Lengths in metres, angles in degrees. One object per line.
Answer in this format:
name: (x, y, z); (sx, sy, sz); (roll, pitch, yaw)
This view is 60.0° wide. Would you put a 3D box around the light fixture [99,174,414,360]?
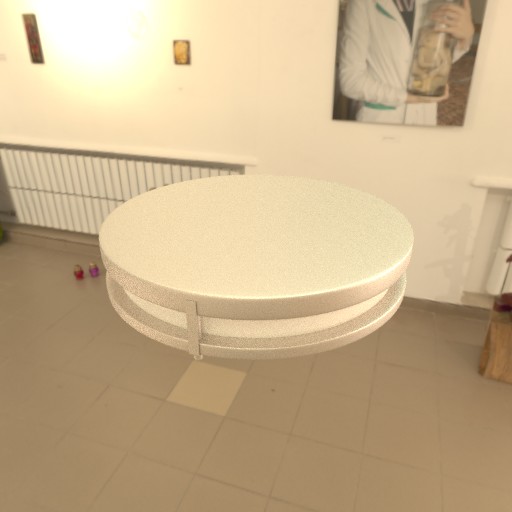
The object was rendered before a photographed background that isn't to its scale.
light fixture: (0.000, 0.000, 0.544); (0.356, 0.102, 0.356); (0, 27, 0)
